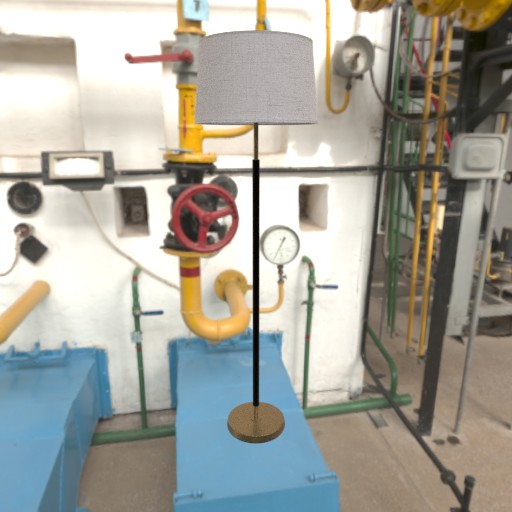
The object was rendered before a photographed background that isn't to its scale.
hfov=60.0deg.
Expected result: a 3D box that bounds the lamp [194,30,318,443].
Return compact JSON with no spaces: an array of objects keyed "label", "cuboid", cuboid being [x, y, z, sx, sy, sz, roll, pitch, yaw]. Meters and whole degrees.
[{"label":"lamp","cuboid":[0.000,0.000,1.642,0.420,1.447,0.420,0,15,0]}]
